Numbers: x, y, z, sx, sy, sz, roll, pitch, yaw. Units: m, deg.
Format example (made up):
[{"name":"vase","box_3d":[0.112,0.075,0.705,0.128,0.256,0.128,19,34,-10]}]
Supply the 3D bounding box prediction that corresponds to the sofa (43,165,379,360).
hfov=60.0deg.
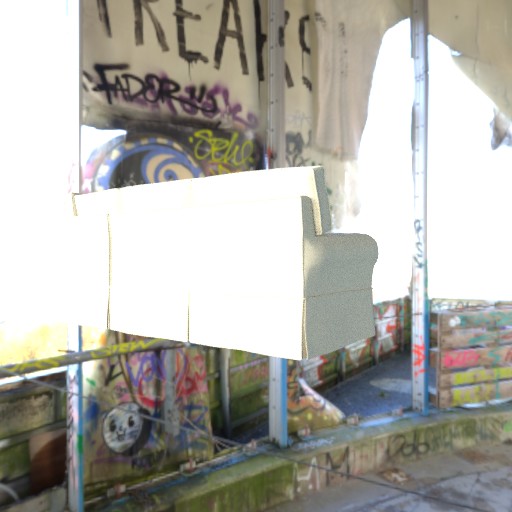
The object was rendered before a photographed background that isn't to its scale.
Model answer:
[{"name":"sofa","box_3d":[0.000,0.000,3.999,2.591,1.070,2.597,0,0,37]}]
